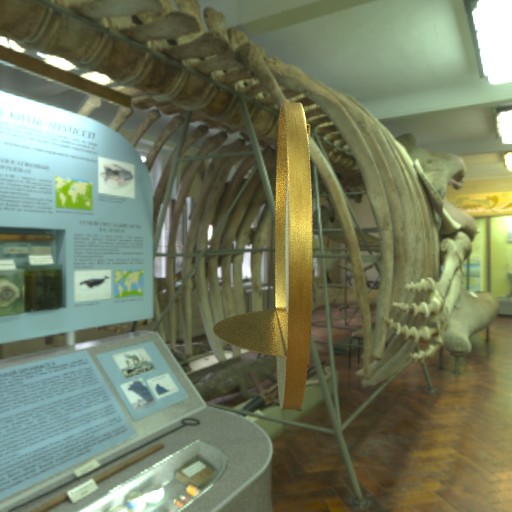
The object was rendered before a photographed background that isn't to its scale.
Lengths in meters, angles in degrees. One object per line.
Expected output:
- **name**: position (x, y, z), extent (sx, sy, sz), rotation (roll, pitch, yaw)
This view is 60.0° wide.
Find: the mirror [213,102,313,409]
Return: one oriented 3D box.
- **mirror**: position (0.000, 0.000, 0.700), extent (0.133, 0.457, 0.457), rotation (0, 1, 1)
